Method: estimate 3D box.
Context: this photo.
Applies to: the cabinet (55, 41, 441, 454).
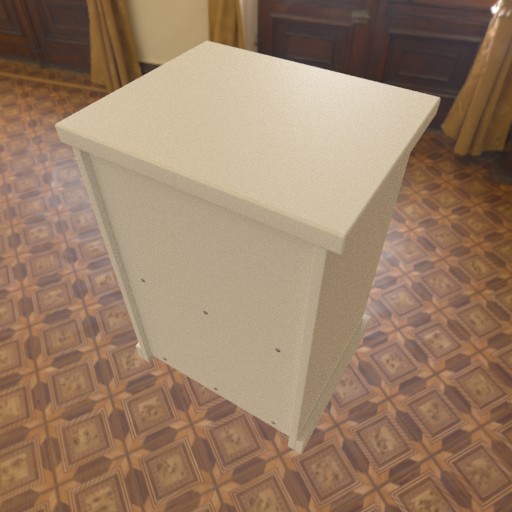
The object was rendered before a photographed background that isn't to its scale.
[{"bbox_3d":[0.000,0.000,1.023,0.520,0.723,0.431,24,50,21],"label":"cabinet"}]
